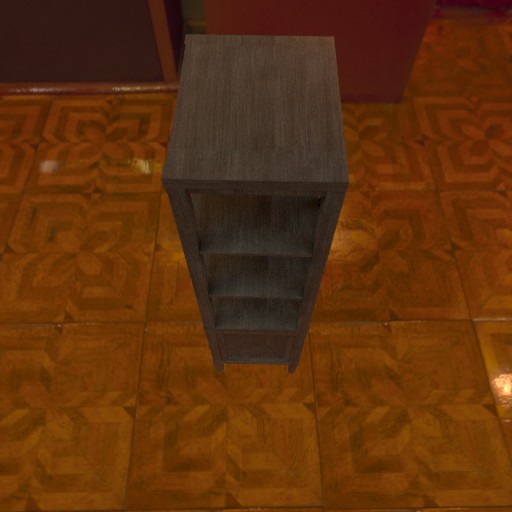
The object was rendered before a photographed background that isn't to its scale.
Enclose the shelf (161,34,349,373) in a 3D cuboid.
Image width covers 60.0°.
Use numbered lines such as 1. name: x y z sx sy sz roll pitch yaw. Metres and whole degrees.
1. shelf: 0.000 0.000 1.981 0.472 1.727 0.584 1 60 1
